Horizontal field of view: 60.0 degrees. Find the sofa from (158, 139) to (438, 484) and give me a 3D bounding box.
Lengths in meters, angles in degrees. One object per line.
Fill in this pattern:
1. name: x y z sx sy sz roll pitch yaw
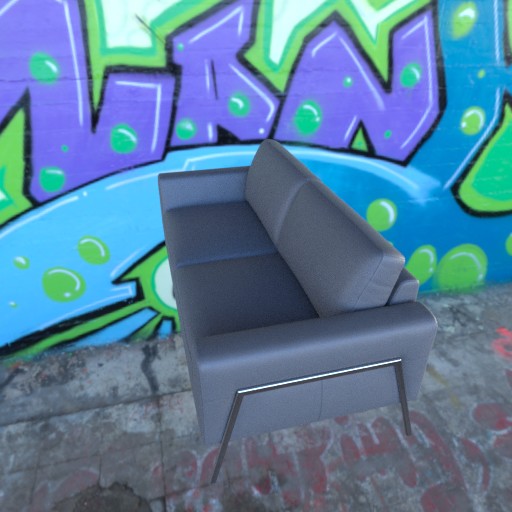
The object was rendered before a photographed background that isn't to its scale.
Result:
1. sofa: 0.000 0.000 2.524 0.953 0.875 2.017 -7 31 -13
